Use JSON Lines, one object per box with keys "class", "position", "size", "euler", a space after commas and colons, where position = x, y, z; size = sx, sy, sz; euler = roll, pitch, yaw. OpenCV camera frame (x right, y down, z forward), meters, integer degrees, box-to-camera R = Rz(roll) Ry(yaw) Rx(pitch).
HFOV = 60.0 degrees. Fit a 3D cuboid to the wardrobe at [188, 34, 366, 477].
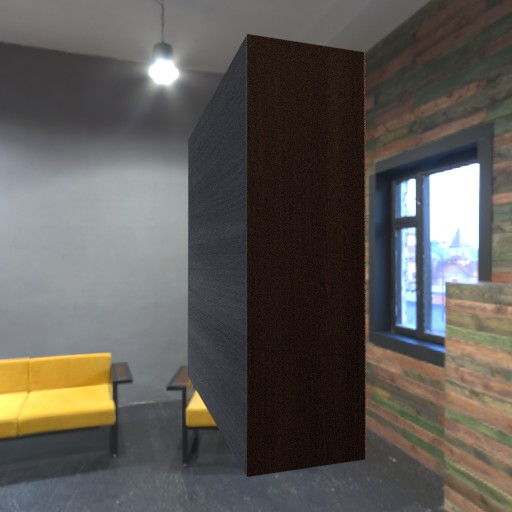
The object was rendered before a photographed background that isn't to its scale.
{"class": "wardrobe", "position": [0.000, 0.000, 2.896], "size": [0.629, 1.960, 1.780], "euler": [0, -1, -17]}
